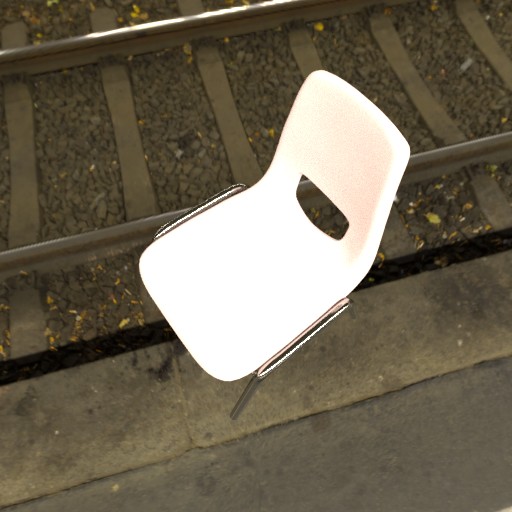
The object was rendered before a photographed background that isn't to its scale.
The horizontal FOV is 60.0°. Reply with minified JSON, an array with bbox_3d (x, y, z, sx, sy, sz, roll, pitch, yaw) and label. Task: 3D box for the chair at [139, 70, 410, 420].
[{"bbox_3d":[0.000,0.000,0.802,0.385,0.537,0.354,-34,68,-15],"label":"chair"}]
